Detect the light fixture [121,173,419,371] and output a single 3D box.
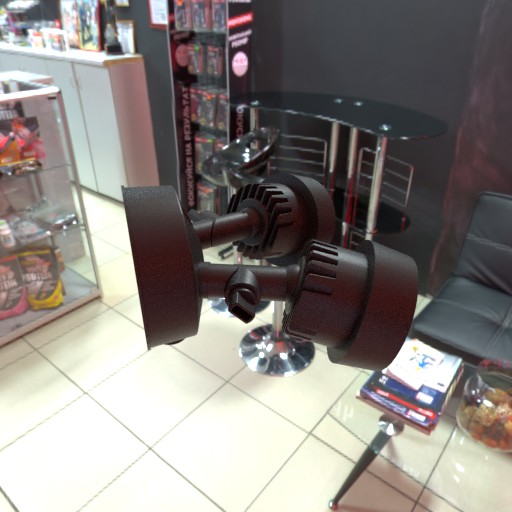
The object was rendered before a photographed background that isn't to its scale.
[{"bbox_3d":[0.000,0.000,0.316,0.168,0.120,0.213,-9,32,-15],"label":"light fixture"}]
